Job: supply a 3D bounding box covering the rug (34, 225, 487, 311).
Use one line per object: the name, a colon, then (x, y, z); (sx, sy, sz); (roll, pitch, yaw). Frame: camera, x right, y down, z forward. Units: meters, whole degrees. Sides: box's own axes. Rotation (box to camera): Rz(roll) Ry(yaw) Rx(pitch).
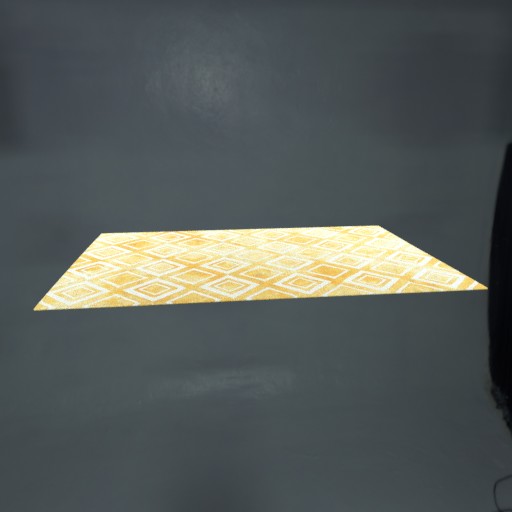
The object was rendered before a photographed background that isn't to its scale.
rug: (0.000, 0.000, 2.334); (1.829, 0.010, 1.213); (-2, 17, -7)
